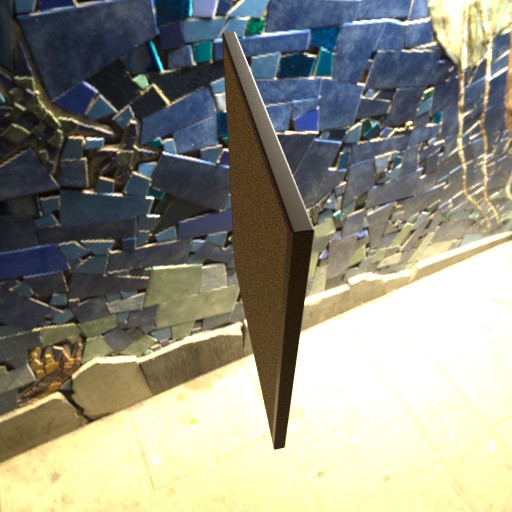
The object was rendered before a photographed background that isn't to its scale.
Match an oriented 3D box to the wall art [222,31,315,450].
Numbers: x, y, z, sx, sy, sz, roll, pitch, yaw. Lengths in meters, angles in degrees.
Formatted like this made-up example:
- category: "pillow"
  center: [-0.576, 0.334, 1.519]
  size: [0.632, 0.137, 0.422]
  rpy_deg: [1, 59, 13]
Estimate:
- category: "wall art"
  center: [0.000, 0.000, 0.743]
  size: [0.021, 0.550, 0.449]
  rpy_deg: [-8, 48, -7]
